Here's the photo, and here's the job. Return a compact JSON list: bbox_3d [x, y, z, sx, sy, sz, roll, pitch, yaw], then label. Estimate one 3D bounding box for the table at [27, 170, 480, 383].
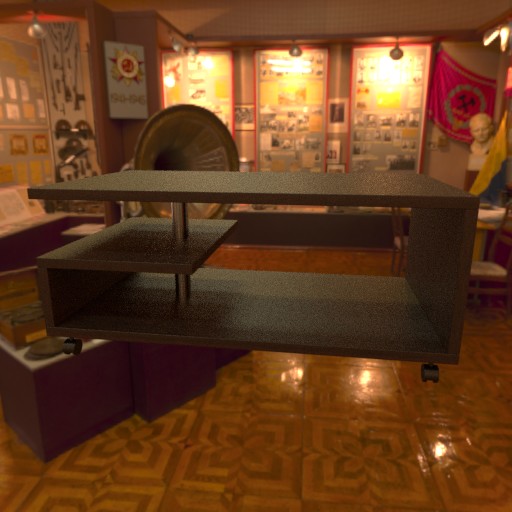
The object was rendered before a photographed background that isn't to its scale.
[{"bbox_3d":[0.000,0.000,1.354,1.050,0.460,0.590,2,15,8],"label":"table"}]
